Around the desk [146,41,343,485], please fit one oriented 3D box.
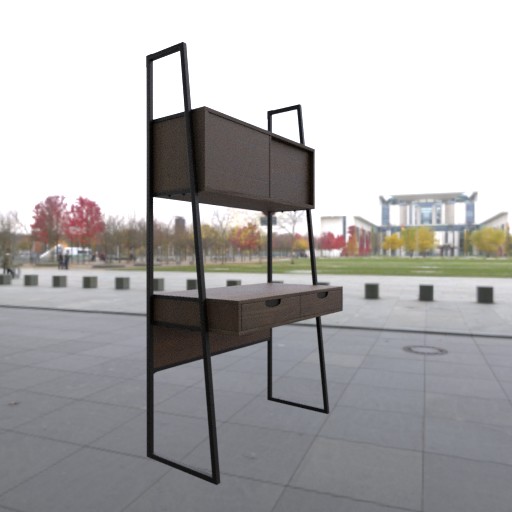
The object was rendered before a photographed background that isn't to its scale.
[{"bbox_3d":[0.000,0.000,2.241,0.515,1.809,0.982,0,0,36],"label":"desk"}]
